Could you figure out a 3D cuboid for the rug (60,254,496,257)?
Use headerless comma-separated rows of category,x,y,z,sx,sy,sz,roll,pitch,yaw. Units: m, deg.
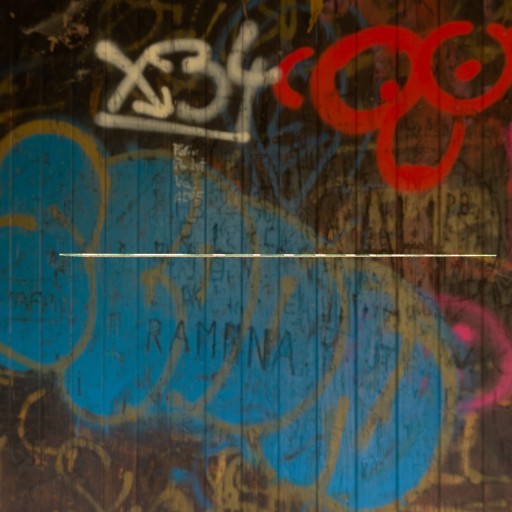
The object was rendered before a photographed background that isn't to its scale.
rug,0.000,0.000,4.048,3.045,0.007,2.436,0,0,-18
